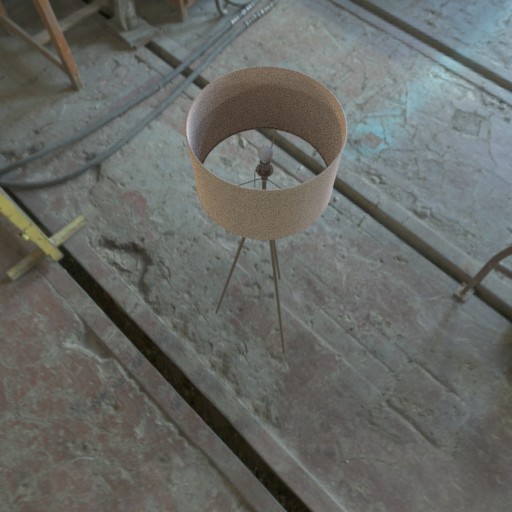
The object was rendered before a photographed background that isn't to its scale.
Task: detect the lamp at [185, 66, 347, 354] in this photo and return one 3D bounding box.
[{"bbox_3d":[0.000,0.000,1.811,0.460,1.545,0.449,-1,64,-1],"label":"lamp"}]
